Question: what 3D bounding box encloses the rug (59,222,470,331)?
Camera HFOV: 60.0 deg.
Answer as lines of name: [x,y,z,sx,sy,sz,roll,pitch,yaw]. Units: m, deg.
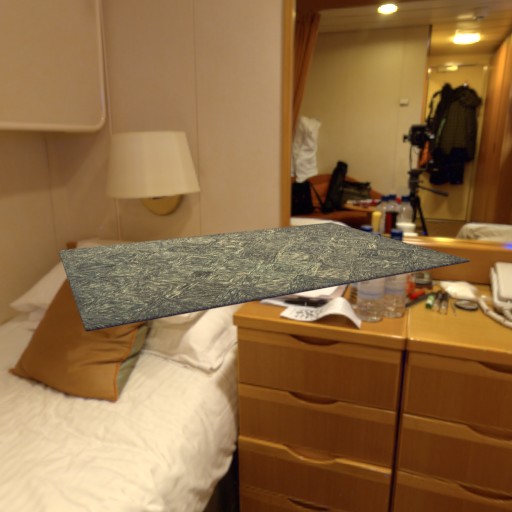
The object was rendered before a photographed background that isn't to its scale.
rug: [0.000,0.000,2.963,2.330,0.017,1.478,-8,17,-26]
